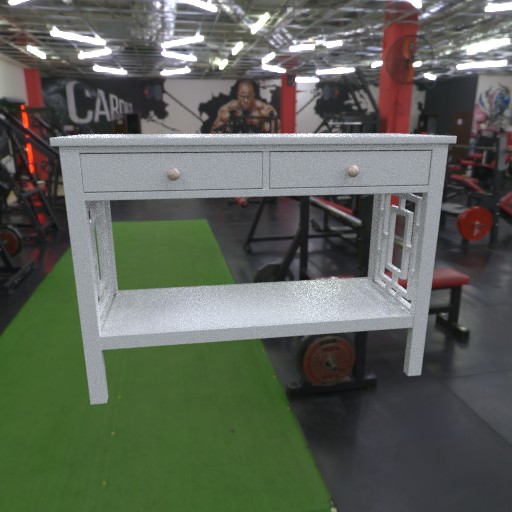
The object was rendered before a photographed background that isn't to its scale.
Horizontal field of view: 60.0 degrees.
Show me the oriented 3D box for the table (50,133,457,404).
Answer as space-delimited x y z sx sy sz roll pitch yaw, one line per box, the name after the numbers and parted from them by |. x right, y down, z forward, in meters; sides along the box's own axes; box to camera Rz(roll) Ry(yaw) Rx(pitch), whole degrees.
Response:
0.000 0.000 1.432 1.068 0.753 0.397 -3 17 -9 | table
